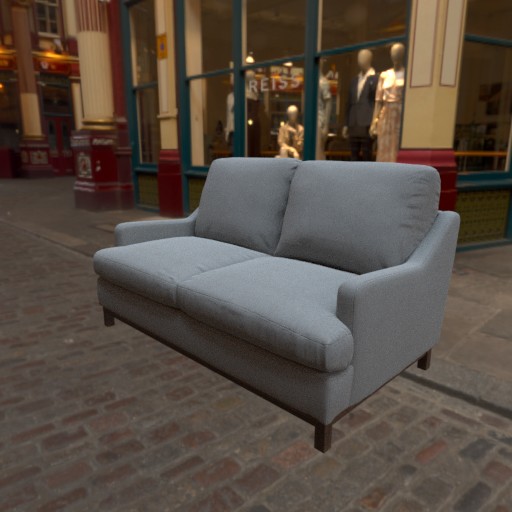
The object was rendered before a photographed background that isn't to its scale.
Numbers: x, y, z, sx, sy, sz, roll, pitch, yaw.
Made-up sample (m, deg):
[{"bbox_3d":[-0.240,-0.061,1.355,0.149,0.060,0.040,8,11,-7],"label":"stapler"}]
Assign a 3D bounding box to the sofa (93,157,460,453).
[{"bbox_3d":[0.000,0.000,2.183,1.589,0.921,0.987,14,20,43],"label":"sofa"}]
